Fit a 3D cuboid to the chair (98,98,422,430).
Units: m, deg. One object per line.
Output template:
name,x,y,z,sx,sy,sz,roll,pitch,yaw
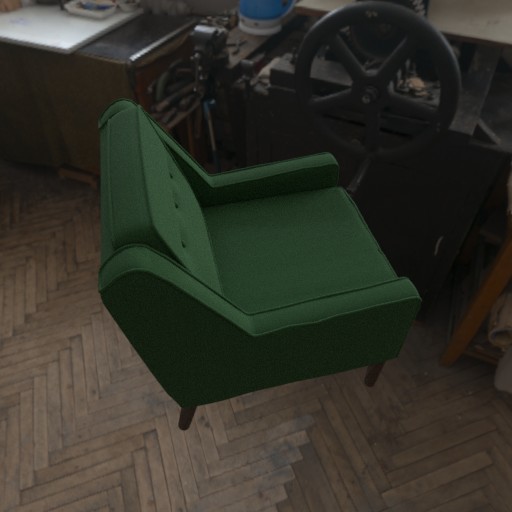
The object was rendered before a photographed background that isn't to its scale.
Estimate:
chair,0.000,0.000,1.308,0.743,0.792,0.663,-10,48,-9
